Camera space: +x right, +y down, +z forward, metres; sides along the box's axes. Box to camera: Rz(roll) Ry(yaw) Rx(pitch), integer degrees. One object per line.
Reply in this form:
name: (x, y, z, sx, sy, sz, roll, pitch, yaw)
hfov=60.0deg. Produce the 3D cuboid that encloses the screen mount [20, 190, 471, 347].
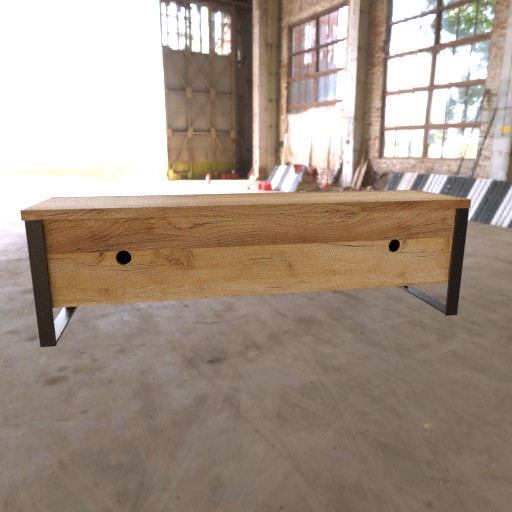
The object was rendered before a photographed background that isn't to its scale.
screen mount: (0.000, 0.000, 1.718, 1.524, 0.450, 0.395, -3, 14, -11)
